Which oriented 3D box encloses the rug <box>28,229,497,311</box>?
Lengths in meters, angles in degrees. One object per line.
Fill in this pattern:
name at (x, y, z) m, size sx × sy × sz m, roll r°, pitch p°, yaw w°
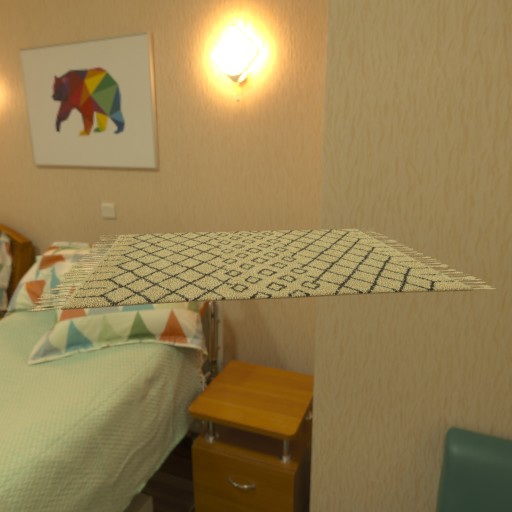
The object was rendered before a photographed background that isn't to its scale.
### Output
rug at (0.000, 0.000, 4.100) m, size 3.213 × 0.030 × 2.388 m, roll -2°, pitch 14°, yaw -8°
